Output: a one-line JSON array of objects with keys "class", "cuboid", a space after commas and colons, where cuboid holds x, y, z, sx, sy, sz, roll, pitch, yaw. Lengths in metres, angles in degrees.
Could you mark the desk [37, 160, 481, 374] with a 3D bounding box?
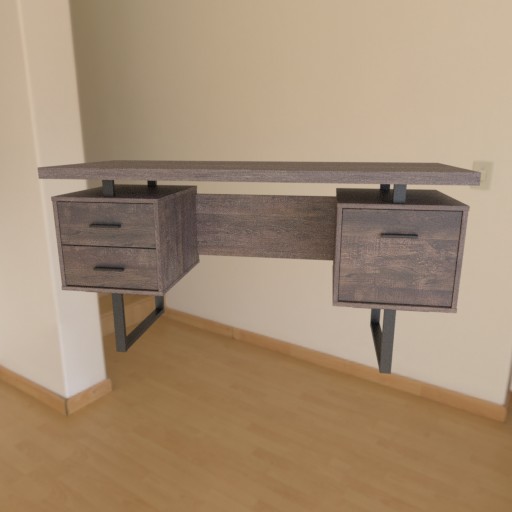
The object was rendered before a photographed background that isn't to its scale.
[{"class": "desk", "cuboid": [0.000, 0.000, 1.885, 1.524, 0.760, 0.600, 2, 15, 9]}]
